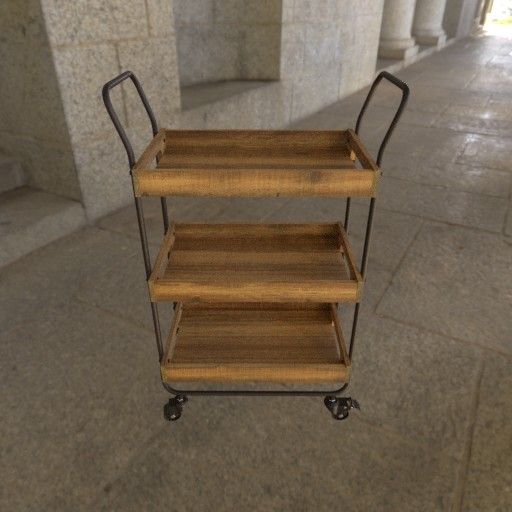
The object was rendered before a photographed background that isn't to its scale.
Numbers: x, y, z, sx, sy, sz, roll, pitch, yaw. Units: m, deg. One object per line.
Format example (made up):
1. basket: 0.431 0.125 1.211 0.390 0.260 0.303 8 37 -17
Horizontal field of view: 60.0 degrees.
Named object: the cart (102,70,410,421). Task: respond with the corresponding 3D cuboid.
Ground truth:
1. cart: 0.000 0.000 1.131 0.583 0.857 0.339 0 31 0
